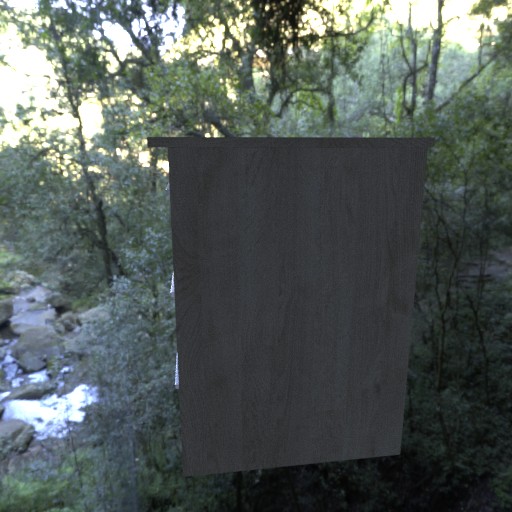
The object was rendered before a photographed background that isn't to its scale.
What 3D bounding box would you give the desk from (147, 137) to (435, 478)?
[{"bbox_3d":[0.000,0.000,1.457,0.560,0.735,1.097,-2,14,-8],"label":"desk"}]
